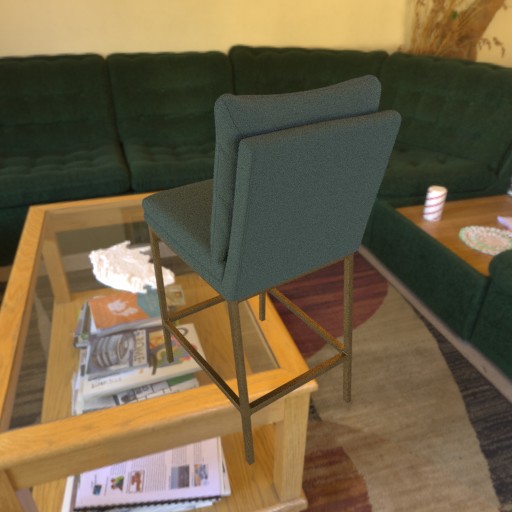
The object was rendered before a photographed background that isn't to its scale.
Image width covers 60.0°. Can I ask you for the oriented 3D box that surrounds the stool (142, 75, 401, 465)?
[{"bbox_3d":[0.000,0.000,1.326,0.463,1.032,0.568,-20,36,-29],"label":"stool"}]
